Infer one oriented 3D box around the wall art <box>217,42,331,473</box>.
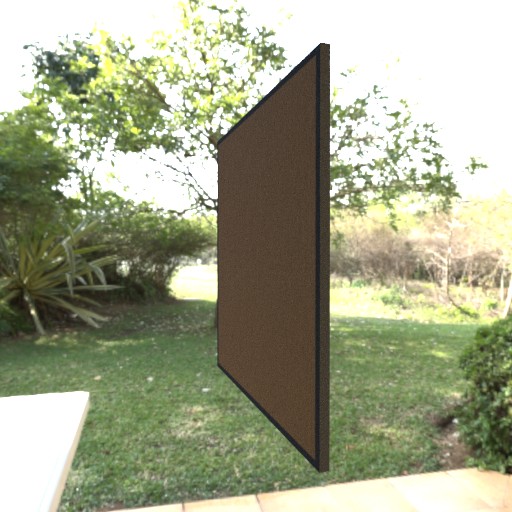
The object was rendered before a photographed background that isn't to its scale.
[{"bbox_3d":[0.000,0.000,1.209,0.022,0.803,0.805,0,1,-19],"label":"wall art"}]
